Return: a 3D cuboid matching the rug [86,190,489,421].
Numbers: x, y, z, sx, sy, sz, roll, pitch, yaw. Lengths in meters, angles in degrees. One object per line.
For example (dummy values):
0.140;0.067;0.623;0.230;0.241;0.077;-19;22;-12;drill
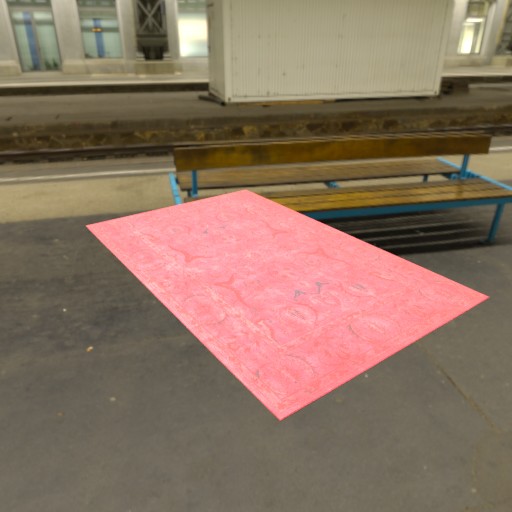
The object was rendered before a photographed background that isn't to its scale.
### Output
0.000;0.000;3.000;1.534;0.010;2.423;-18;32;-32;rug
